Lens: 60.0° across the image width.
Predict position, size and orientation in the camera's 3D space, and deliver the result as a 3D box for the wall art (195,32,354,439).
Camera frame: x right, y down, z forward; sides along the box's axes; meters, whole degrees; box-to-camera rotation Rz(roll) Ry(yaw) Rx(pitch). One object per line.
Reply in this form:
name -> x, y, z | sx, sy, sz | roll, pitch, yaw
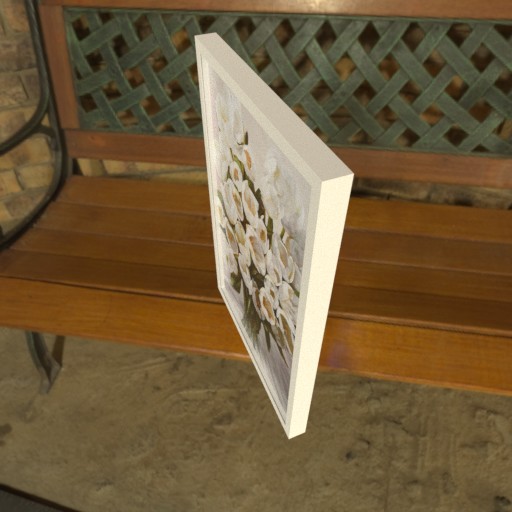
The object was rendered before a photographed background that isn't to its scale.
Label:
wall art -> 0.000, 0.000, 0.845 | 0.038, 0.657, 0.450 | -17, 48, -16
